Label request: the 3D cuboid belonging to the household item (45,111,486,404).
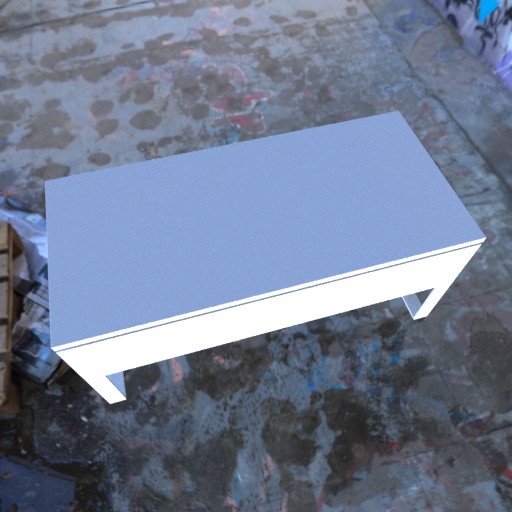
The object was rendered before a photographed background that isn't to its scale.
[{"bbox_3d":[0.000,0.000,2.178,1.700,0.745,0.800,-13,58,-9],"label":"household item"}]
